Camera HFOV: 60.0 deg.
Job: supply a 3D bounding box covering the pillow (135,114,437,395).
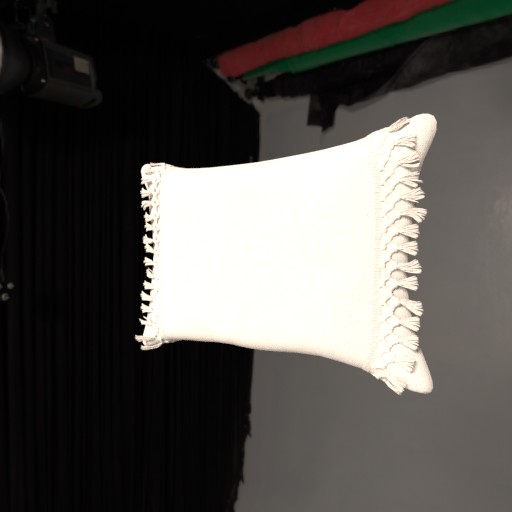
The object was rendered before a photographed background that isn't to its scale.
[{"bbox_3d":[0.000,0.000,0.601,0.466,0.305,0.084,0,0,36],"label":"pillow"}]
